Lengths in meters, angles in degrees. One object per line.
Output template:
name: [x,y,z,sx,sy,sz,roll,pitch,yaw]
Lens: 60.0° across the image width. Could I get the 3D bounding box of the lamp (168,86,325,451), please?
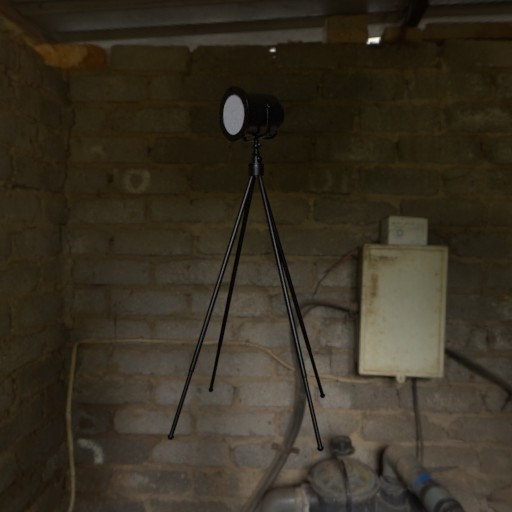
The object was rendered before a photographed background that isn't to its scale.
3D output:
lamp: [0.000,0.000,2.054,0.884,1.504,0.879,-1,2,-35]
